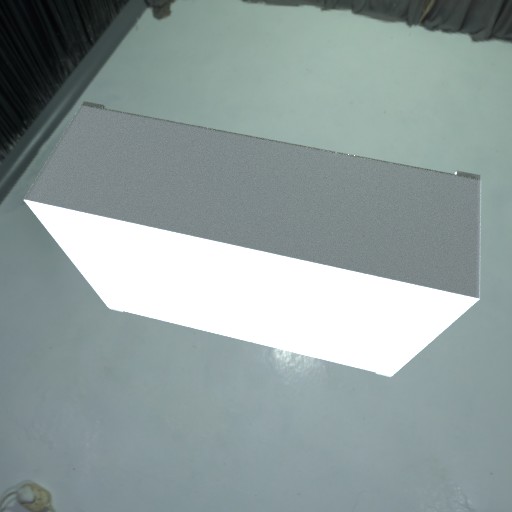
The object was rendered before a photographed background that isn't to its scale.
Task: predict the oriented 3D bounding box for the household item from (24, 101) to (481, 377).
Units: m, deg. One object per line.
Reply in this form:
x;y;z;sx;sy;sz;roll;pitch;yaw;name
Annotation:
0.000;0.000;1.702;1.300;0.867;0.420;12;62;7;household item
